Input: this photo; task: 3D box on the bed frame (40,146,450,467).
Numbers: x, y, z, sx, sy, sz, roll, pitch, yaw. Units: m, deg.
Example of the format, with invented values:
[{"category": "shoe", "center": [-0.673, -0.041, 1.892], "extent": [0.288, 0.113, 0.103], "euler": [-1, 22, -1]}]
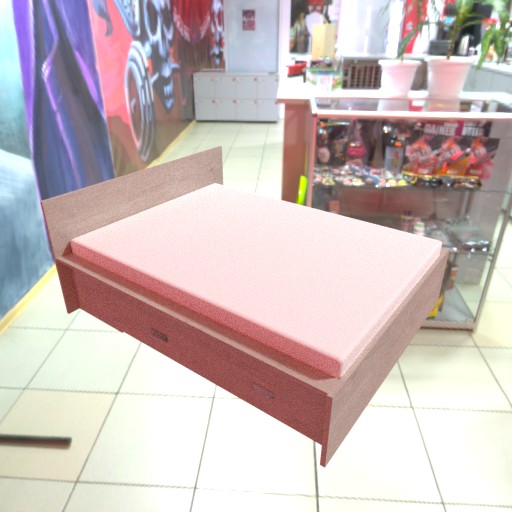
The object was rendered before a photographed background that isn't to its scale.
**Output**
[{"category": "bed frame", "center": [0.000, 0.000, 2.854], "extent": [1.960, 0.800, 1.622], "euler": [19, 34, 32]}]
